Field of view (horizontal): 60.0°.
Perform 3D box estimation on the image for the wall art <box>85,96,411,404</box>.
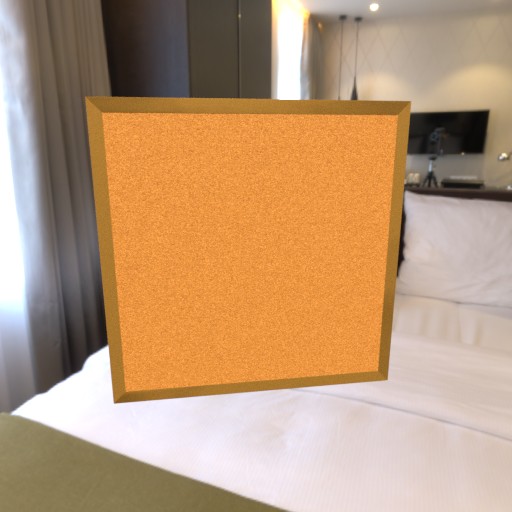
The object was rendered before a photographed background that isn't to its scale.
[{"bbox_3d":[0.000,0.000,1.142,0.762,0.762,0.038,-2,15,-9],"label":"wall art"}]
